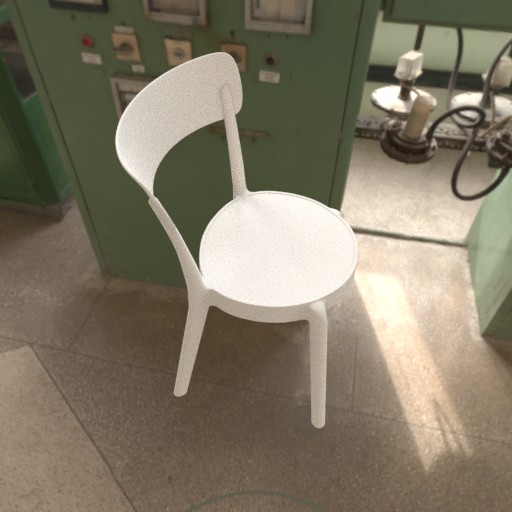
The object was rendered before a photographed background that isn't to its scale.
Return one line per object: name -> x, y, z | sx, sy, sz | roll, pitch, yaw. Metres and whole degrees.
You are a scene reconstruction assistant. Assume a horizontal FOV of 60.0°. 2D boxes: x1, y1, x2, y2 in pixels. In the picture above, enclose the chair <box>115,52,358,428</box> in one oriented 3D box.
chair -> 0.000, 0.000, 1.112 | 0.491, 0.790, 0.506 | 10, 47, 9
